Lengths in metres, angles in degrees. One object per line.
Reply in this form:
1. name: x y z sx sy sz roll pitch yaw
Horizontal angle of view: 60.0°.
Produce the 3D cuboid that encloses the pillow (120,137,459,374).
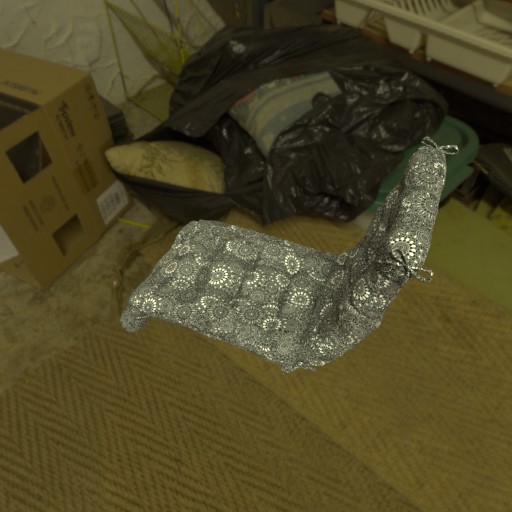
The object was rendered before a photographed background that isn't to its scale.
1. pillow: 0.000 0.000 1.508 1.016 0.863 0.526 18 50 15
